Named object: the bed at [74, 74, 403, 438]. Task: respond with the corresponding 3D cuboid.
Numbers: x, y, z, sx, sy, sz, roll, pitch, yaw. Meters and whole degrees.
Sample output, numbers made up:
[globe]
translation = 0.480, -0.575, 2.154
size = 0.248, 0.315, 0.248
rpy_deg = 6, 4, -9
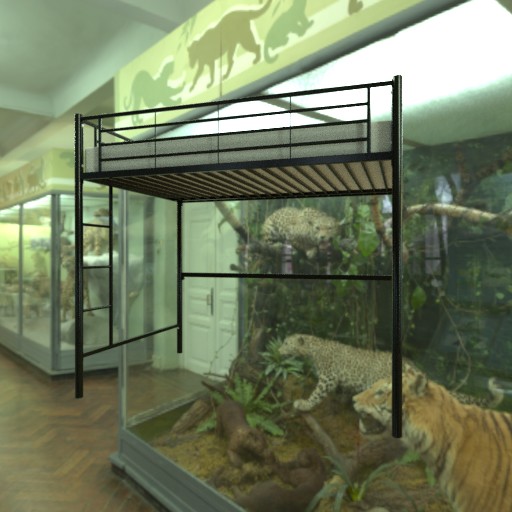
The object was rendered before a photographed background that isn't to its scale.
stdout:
[bed]
translation = 0.000, 0.000, 3.163
size = 1.994, 1.803, 1.397
rpy_deg = 0, 0, 18
